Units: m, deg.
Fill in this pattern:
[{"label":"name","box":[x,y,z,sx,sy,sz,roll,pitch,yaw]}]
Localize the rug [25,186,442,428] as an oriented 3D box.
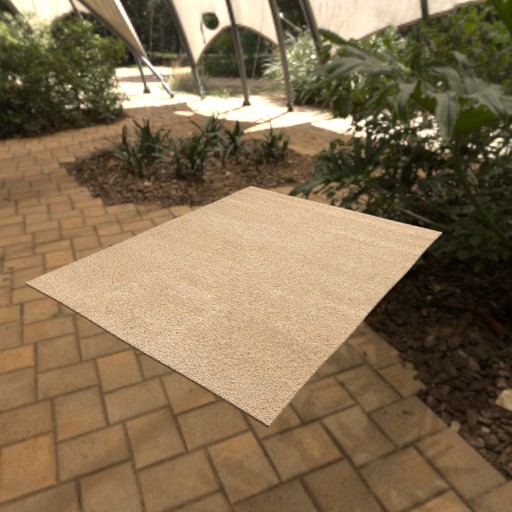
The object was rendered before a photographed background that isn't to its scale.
[{"label":"rug","box":[0.000,0.000,4.000,2.400,0.025,3.000,19,33,32]}]
